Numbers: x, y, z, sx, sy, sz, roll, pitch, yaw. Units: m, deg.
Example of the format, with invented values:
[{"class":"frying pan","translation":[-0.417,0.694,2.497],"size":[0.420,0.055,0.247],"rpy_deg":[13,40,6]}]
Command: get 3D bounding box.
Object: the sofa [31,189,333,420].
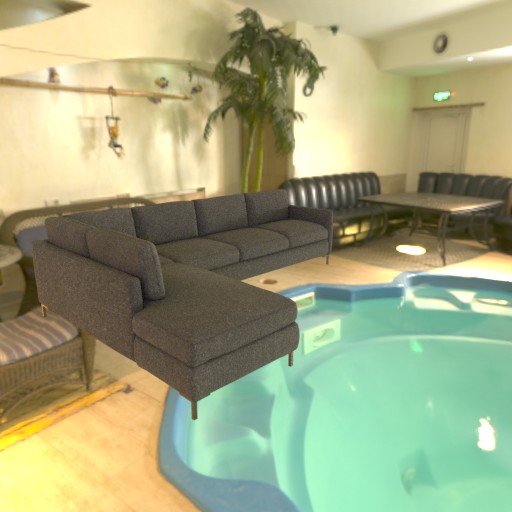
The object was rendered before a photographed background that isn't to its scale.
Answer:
[{"class":"sofa","translation":[0.000,0.000,3.760],"size":[2.007,0.815,2.949],"rpy_deg":[14,20,42]}]
